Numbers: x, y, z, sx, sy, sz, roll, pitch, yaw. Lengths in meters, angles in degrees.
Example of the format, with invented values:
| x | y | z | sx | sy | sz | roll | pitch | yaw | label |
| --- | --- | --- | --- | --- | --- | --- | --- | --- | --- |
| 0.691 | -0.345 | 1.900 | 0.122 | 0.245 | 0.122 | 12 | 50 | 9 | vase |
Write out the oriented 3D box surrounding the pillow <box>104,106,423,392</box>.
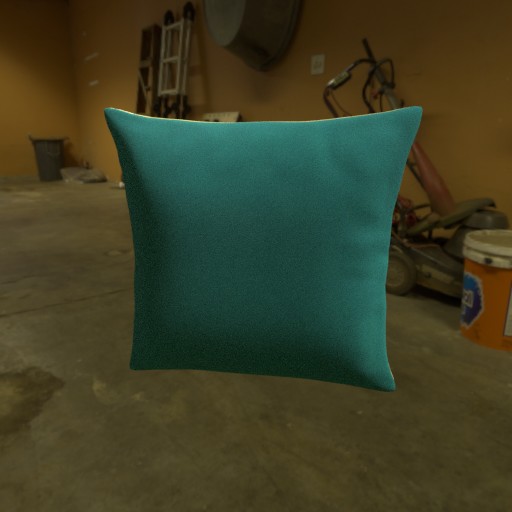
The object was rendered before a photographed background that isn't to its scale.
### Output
| x | y | z | sx | sy | sz | roll | pitch | yaw | label |
| --- | --- | --- | --- | --- | --- | --- | --- | --- | --- |
| 0.000 | 0.000 | 0.795 | 0.525 | 0.508 | 0.166 | 2 | 16 | 8 | pillow |
